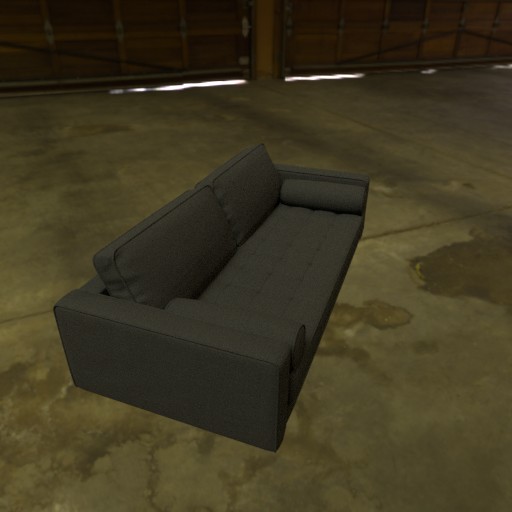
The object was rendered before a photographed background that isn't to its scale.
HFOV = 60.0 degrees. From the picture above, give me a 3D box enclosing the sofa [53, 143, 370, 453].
[{"bbox_3d":[0.000,0.000,2.338,0.914,0.759,1.875,11,31,18],"label":"sofa"}]
